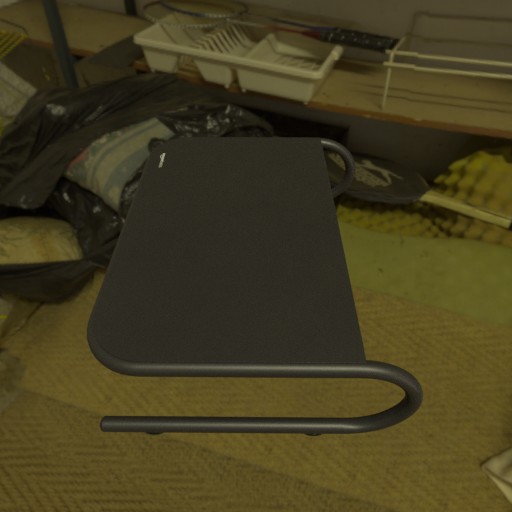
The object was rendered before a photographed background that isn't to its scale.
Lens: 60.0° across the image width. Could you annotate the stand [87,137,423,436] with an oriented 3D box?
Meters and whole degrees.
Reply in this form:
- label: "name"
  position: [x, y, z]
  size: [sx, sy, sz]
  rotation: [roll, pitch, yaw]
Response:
- label: "stand"
  position: [0.000, 0.000, 0.503]
  size: [0.280, 0.108, 0.370]
  rotation: [0, 43, 0]
